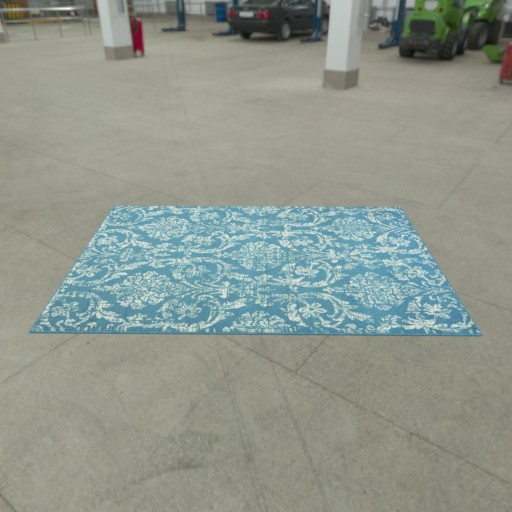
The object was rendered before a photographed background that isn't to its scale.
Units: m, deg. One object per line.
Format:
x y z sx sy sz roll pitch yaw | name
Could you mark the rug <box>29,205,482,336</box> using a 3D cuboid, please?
0.000 0.000 3.453 2.746 0.018 1.816 0 31 1 | rug
